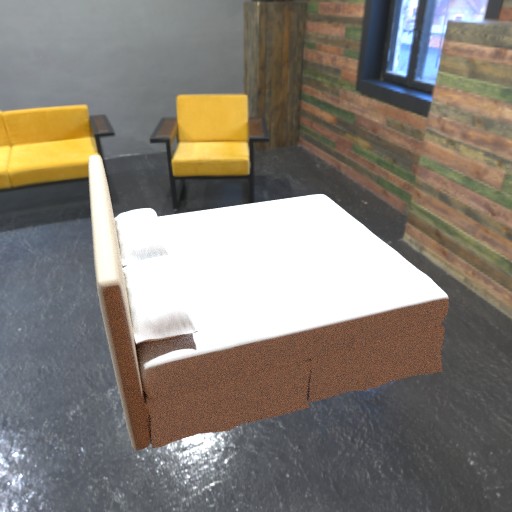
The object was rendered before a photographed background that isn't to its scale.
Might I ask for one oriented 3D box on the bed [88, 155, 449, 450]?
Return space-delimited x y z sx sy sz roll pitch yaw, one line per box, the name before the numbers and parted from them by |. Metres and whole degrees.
bed | 0.000 0.000 3.544 2.319 1.317 2.119 -10 32 -16
